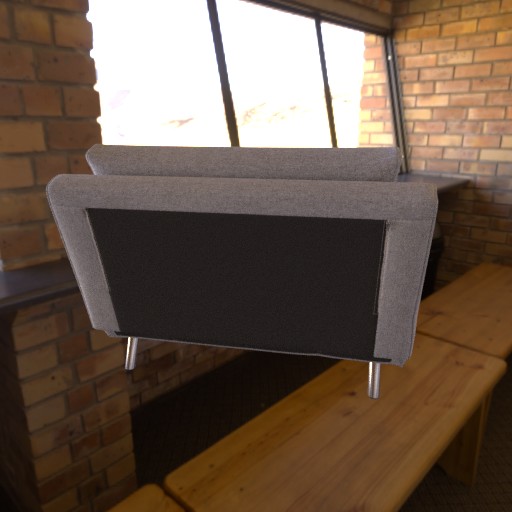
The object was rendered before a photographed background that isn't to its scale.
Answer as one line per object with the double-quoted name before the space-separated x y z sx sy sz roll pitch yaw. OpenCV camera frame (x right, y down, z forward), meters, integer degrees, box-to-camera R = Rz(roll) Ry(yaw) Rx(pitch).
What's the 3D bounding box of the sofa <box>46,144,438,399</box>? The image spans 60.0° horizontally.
"sofa" 0.000 0.000 1.832 1.220 0.910 0.910 3 17 11
